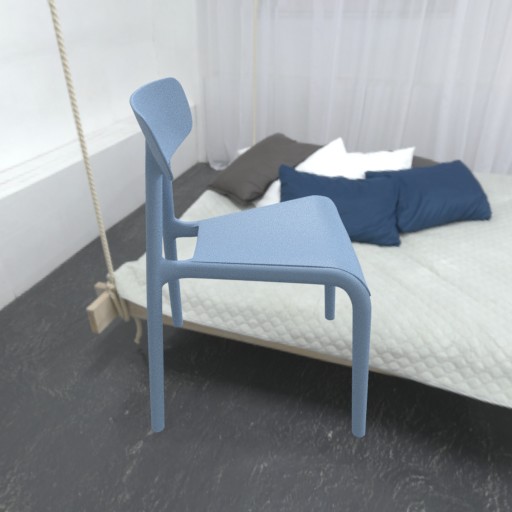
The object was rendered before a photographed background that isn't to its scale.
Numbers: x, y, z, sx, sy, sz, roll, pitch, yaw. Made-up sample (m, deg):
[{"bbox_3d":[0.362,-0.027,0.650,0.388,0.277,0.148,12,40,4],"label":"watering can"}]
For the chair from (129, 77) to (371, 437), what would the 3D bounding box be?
[{"bbox_3d":[0.000,0.000,0.816,0.401,0.580,0.356,-1,32,-1],"label":"chair"}]
